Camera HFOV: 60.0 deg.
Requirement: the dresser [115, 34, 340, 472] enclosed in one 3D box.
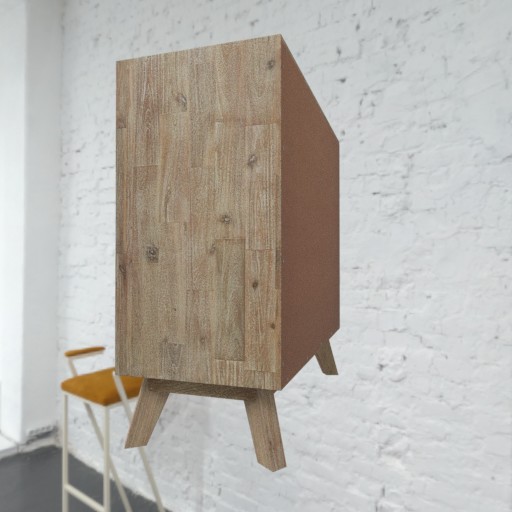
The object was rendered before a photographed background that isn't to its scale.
[{"bbox_3d":[0.000,0.000,1.575,0.455,1.029,0.998,0,-1,18],"label":"dresser"}]
